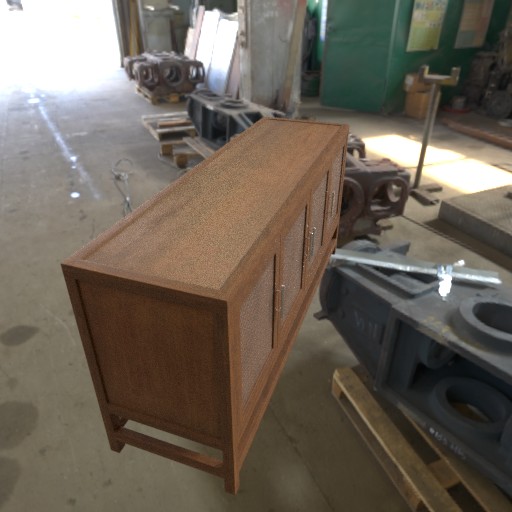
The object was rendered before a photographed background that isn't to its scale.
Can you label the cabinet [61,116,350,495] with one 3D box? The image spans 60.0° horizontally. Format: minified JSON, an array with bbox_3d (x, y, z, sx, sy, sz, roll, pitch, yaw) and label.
[{"bbox_3d":[0.000,0.000,2.039,0.522,0.820,1.708,11,33,17],"label":"cabinet"}]
